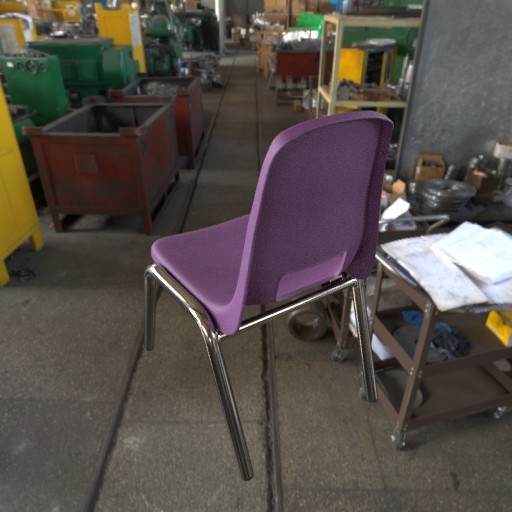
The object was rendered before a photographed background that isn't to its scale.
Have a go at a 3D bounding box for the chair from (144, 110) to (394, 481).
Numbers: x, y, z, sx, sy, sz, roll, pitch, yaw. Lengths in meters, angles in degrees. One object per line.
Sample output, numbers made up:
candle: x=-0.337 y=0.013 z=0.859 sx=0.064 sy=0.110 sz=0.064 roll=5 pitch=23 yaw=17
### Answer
chair: x=0.000 y=0.000 z=0.824 sx=0.356 sy=0.584 sz=0.419 roll=-19 pitch=35 yaw=-29
